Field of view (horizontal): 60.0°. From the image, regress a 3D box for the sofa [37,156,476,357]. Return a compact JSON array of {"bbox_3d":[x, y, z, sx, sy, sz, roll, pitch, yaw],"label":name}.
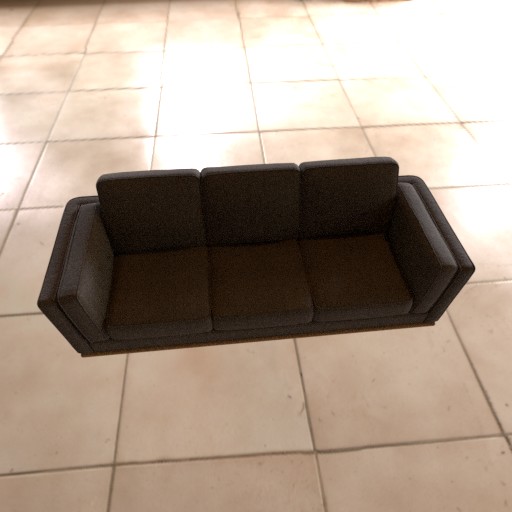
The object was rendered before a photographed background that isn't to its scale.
[{"bbox_3d":[0.000,0.000,2.805,2.362,0.899,0.903,-4,47,-4],"label":"sofa"}]
